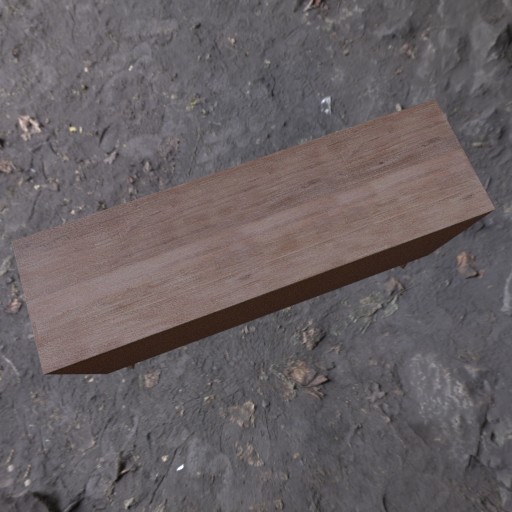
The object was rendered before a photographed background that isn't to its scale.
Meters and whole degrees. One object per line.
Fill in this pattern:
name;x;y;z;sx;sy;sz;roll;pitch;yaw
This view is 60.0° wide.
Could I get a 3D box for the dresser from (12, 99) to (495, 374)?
dresser;0.000;0.000;1.867;1.554;0.805;0.455;-20;76;-5
